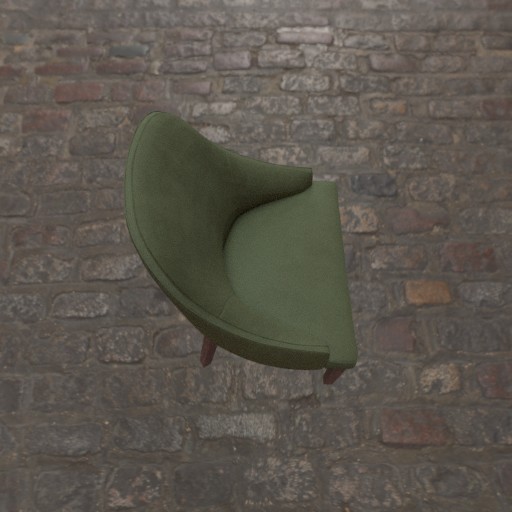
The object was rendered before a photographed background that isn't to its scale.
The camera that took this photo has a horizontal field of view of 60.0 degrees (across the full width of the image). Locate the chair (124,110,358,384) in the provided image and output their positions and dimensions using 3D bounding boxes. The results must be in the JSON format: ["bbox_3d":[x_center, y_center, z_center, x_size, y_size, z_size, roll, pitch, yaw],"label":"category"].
[{"bbox_3d":[0.000,0.000,1.340,0.575,0.889,0.643,-1,63,-1],"label":"chair"}]
